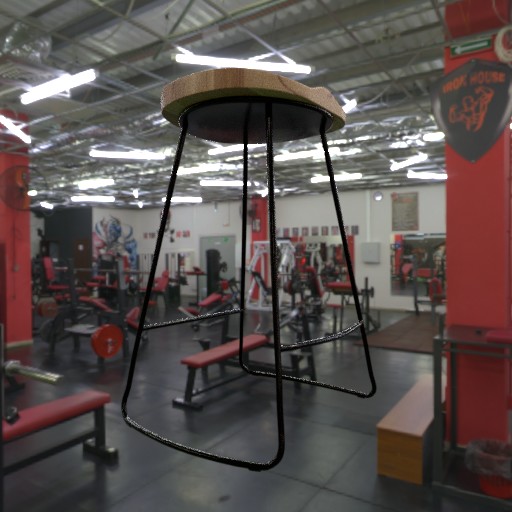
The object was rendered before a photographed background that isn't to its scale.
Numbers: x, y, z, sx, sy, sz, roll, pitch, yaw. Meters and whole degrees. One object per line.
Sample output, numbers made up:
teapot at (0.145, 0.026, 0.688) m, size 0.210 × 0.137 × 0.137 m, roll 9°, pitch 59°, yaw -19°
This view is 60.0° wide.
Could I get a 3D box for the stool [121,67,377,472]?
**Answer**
stool at (0.000, 0.000, 0.966) m, size 0.401 × 0.679 × 0.480 m, roll 1°, pitch 1°, yaw 36°
